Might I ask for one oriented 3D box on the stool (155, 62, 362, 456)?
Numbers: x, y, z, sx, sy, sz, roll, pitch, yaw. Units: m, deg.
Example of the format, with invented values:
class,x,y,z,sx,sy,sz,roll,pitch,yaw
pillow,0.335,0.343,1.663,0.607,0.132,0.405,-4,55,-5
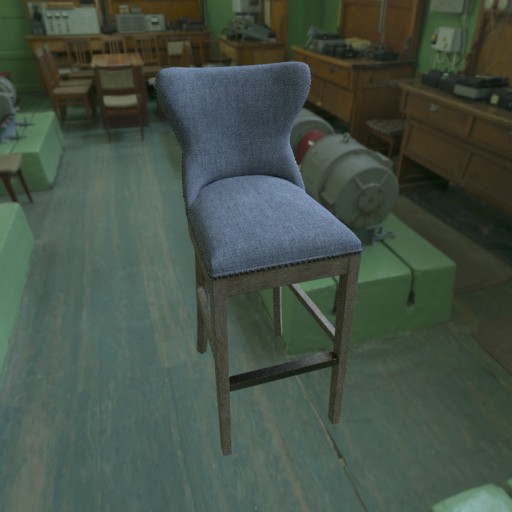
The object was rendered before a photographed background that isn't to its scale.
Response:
class,x,y,z,sx,sy,sz,roll,pitch,yaw
stool,0.000,0.000,1.473,0.494,1.123,0.606,-10,33,-15
